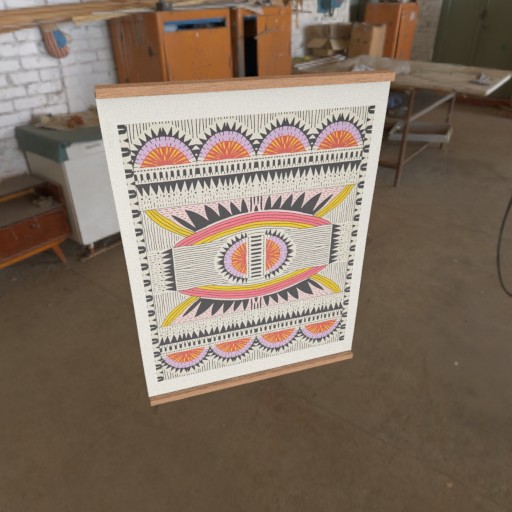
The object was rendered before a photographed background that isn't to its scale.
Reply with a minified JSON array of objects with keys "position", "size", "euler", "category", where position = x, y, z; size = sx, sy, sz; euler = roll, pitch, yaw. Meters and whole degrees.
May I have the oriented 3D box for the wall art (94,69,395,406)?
[{"position":[0.000,0.000,0.808],"size":[0.456,0.609,0.028],"euler":[-9,32,-15],"category":"wall art"}]
